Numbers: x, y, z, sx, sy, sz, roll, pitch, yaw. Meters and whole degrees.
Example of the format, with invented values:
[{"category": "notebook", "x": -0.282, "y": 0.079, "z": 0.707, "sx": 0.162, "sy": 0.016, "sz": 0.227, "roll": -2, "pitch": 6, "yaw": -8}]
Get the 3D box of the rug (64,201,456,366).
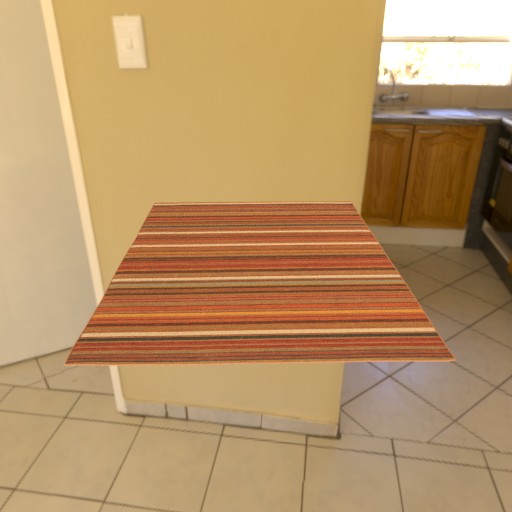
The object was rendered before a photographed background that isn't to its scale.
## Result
[{"category": "rug", "x": 0.000, "y": 0.000, "z": 4.157, "sx": 2.479, "sy": 0.023, "sz": 3.092, "roll": 0, "pitch": 26, "yaw": -1}]
